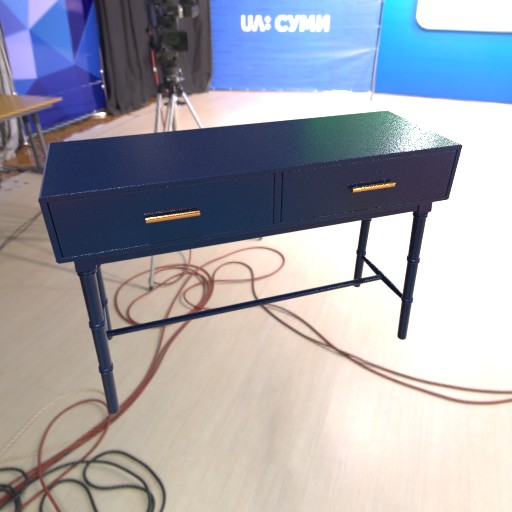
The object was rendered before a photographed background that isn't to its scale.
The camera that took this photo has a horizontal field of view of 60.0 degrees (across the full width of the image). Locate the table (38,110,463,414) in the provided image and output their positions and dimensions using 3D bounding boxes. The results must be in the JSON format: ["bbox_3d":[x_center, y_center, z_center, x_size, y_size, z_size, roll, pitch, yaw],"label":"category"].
[{"bbox_3d":[0.000,0.000,1.454,1.118,0.749,0.399,-10,34,-15],"label":"table"}]
